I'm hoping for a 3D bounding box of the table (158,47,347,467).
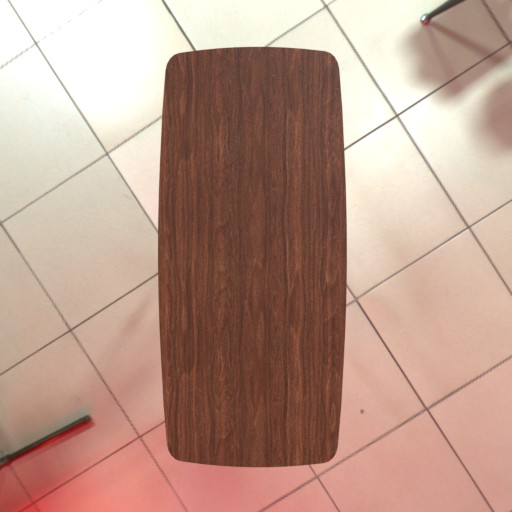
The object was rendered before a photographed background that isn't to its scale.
[{"bbox_3d":[0.000,0.000,1.134,0.361,0.576,0.804,0,91,2],"label":"table"}]
